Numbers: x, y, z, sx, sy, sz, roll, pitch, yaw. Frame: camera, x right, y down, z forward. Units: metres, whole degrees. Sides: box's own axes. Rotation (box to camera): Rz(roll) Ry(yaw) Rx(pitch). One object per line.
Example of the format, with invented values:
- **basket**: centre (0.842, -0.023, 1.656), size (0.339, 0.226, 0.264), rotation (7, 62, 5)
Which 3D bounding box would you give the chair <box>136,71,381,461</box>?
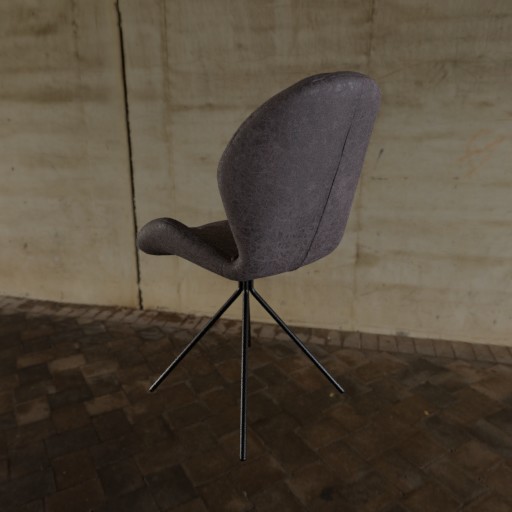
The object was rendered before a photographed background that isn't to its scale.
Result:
- **chair**: centre (0.000, 0.000, 1.269), size (0.527, 0.934, 0.640), rotation (-15, 22, -42)
